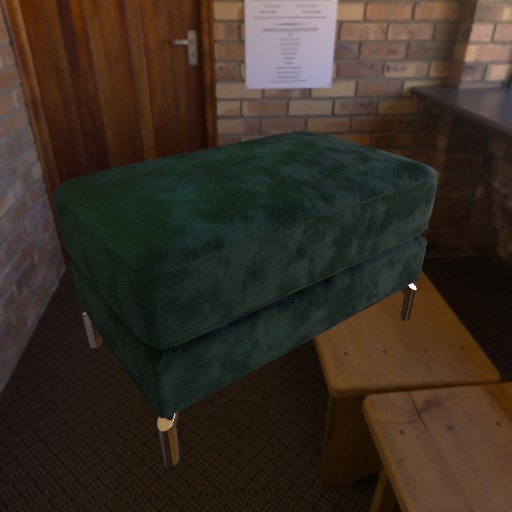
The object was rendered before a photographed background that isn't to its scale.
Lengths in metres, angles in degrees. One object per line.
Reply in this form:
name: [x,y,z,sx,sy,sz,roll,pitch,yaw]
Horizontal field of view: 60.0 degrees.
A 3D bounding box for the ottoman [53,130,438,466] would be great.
ottoman: [0.000,0.000,1.241,0.886,0.533,0.536,-21,36,-32]
